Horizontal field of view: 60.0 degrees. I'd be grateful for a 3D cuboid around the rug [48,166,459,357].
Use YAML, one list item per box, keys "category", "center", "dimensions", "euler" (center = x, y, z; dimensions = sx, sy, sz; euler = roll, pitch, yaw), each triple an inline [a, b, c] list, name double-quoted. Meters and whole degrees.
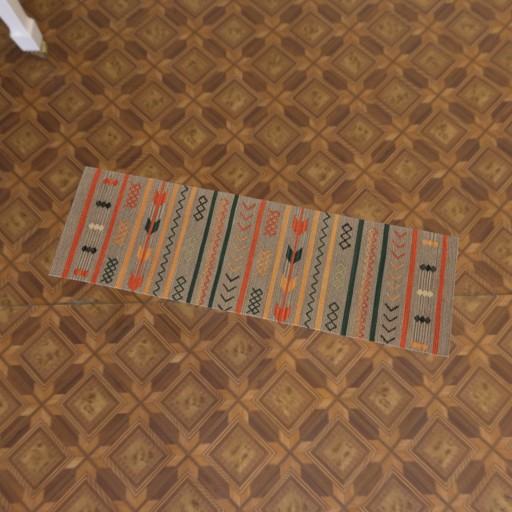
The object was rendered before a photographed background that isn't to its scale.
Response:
- category: "rug"
  center: [0.000, 0.000, 2.713]
  dimensions: [2.419, 0.022, 0.744]
  euler: [11, 75, 3]
